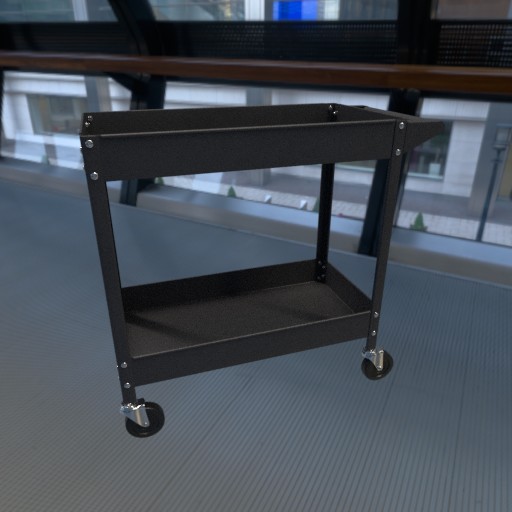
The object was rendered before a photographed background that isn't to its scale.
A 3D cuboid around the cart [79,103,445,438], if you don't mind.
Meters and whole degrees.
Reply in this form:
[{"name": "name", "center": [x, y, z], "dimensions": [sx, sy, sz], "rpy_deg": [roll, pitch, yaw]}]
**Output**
[{"name": "cart", "center": [0.000, 0.000, 1.170], "dimensions": [0.779, 0.719, 0.366], "rpy_deg": [-8, 26, -17]}]
